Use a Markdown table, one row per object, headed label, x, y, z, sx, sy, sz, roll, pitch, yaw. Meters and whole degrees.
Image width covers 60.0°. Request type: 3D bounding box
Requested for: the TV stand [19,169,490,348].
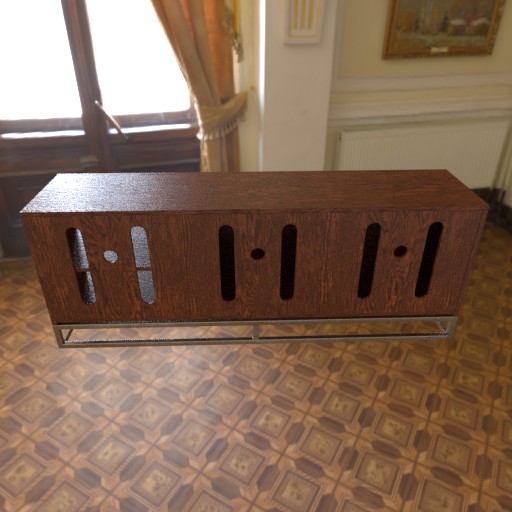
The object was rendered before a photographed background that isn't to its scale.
| label | x | y | z | sx | sy | sz | roll | pitch | yaw |
| --- | --- | --- | --- | --- | --- | --- | --- | --- | --- |
| TV stand | 0.000 | 0.000 | 1.757 | 1.541 | 0.578 | 0.382 | -1 | 30 | -2 |
